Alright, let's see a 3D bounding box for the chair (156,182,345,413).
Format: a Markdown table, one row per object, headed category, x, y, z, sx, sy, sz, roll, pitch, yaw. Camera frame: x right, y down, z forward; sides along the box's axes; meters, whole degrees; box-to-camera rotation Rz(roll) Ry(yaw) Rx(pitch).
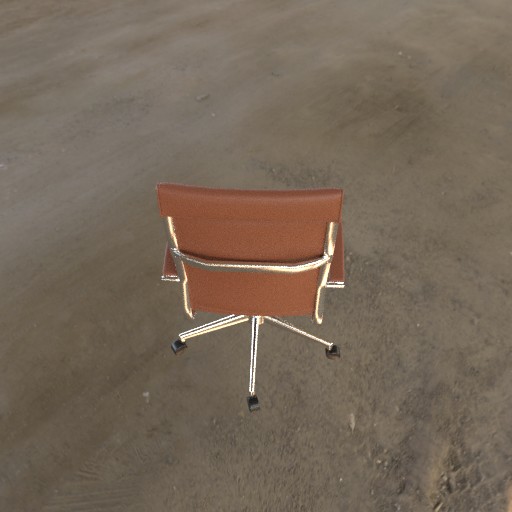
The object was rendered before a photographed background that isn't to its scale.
| category | x | y | z | sx | sy | sz | roll | pitch | yaw |
| --- | --- | --- | --- | --- | --- | --- | --- | --- | --- |
| chair | 0.000 | 0.000 | 1.656 | 0.766 | 1.149 | 0.739 | 2 | 48 | 2 |
